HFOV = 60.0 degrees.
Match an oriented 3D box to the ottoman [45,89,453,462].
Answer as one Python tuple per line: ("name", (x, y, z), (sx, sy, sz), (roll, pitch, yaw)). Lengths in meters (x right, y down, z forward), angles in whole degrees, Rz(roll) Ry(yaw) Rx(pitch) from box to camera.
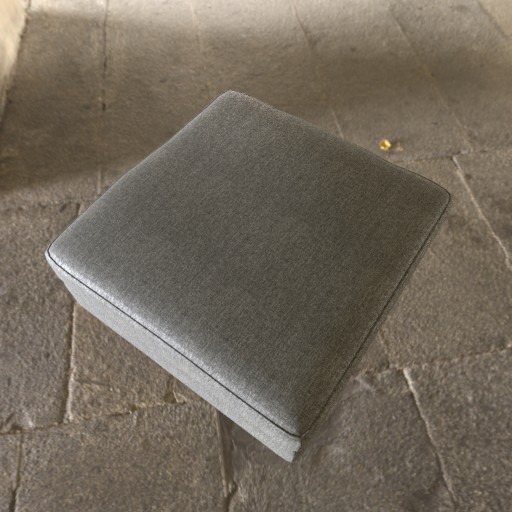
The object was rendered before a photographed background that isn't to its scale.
("ottoman", (0.000, 0.000, 1.358), (0.838, 0.481, 0.838), (31, 63, 18))
